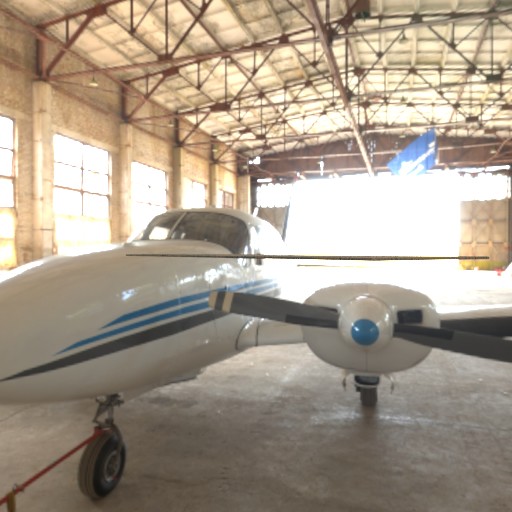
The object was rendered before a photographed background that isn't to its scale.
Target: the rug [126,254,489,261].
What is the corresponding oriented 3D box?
[{"bbox_3d":[0.000,0.000,2.716,0.775,0.012,2.452,0,1,-36],"label":"rug"}]
